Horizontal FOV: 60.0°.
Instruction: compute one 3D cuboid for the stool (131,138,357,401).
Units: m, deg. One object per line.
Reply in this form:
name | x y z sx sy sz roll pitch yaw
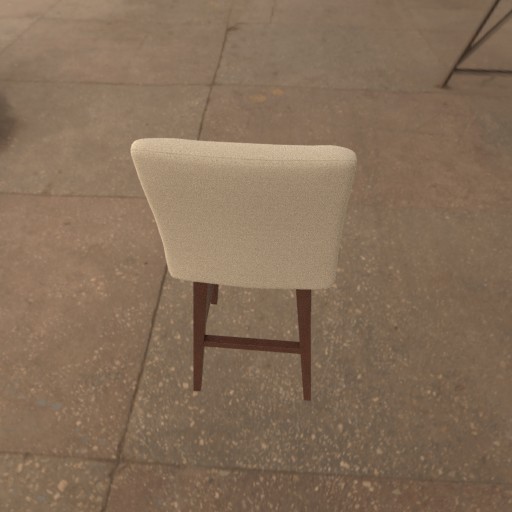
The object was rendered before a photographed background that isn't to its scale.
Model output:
stool | 0.000 0.000 1.394 0.483 1.093 0.559 4 46 4
